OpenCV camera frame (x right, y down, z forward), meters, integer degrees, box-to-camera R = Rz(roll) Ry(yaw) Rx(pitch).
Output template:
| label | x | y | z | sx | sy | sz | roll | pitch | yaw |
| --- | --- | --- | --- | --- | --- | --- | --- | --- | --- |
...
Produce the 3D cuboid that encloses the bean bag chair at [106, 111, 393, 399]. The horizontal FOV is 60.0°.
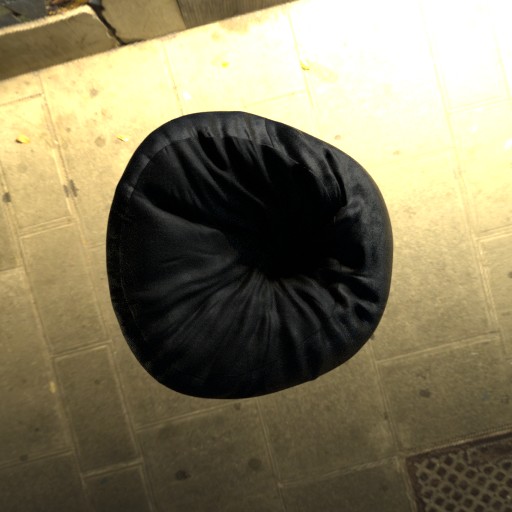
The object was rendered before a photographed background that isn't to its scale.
| label | x | y | z | sx | sy | sz | roll | pitch | yaw |
| --- | --- | --- | --- | --- | --- | --- | --- | --- | --- |
| bean bag chair | 0.000 | 0.000 | 2.458 | 1.524 | 0.878 | 1.524 | 0 | 91 | 0 |
